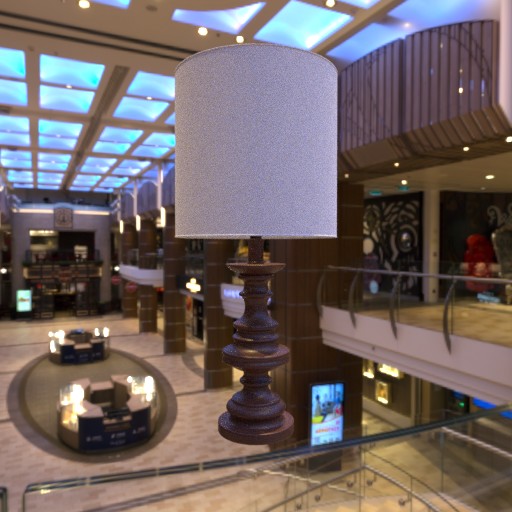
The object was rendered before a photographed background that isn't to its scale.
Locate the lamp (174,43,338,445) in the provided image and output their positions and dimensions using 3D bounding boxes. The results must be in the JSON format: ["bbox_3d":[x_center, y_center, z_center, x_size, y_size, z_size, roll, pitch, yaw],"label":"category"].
[{"bbox_3d":[0.000,0.000,0.579,0.208,0.455,0.208,0,1,18],"label":"lamp"}]
